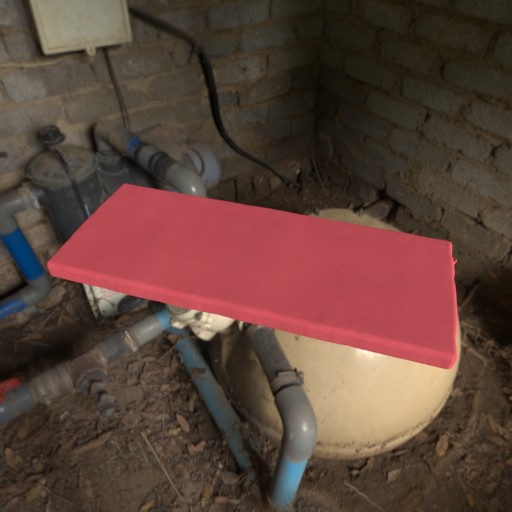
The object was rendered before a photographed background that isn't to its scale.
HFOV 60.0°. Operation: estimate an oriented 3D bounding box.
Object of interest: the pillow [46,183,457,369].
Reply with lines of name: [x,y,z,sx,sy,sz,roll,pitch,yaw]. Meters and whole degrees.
pillow: [0.000,0.000,1.357,1.187,0.081,0.492,11,43,13]
